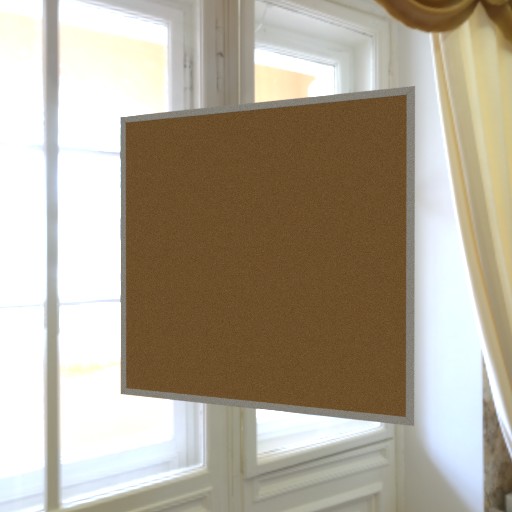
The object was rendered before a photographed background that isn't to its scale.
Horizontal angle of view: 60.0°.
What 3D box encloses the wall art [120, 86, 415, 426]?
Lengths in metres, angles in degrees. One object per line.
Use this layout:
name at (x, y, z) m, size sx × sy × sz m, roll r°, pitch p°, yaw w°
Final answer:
wall art at (0.000, 0.000, 0.453) m, size 0.304 × 0.304 × 0.024 m, roll 0°, pitch 0°, yaw 17°
